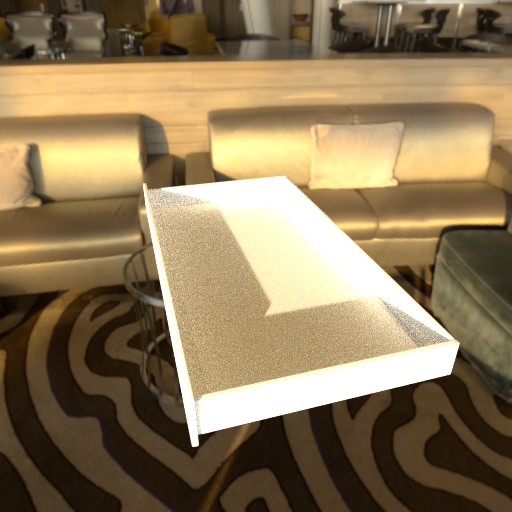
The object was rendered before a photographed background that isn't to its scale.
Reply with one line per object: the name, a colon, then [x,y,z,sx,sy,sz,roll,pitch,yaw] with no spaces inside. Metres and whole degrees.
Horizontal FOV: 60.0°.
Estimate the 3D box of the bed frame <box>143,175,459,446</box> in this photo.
bed frame: [0.000,0.000,1.555,0.670,0.141,1.300,-8,31,-14]
